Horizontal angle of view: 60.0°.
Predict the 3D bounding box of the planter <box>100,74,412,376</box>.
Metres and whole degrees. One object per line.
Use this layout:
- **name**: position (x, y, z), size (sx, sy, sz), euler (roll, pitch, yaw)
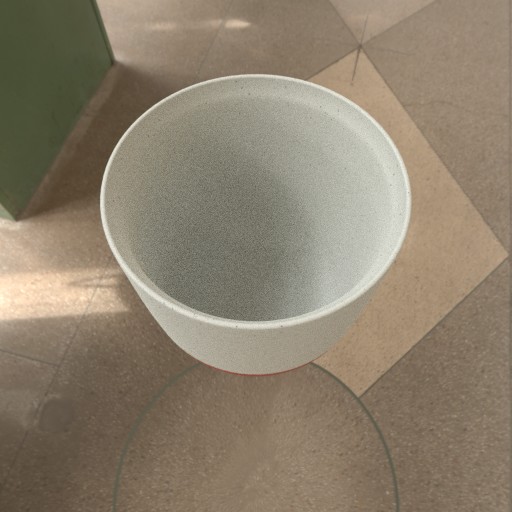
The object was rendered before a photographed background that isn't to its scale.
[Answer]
- **planter**: position (0.000, 0.000, 0.387), size (0.204, 0.214, 0.204), euler (0, 62, 0)
